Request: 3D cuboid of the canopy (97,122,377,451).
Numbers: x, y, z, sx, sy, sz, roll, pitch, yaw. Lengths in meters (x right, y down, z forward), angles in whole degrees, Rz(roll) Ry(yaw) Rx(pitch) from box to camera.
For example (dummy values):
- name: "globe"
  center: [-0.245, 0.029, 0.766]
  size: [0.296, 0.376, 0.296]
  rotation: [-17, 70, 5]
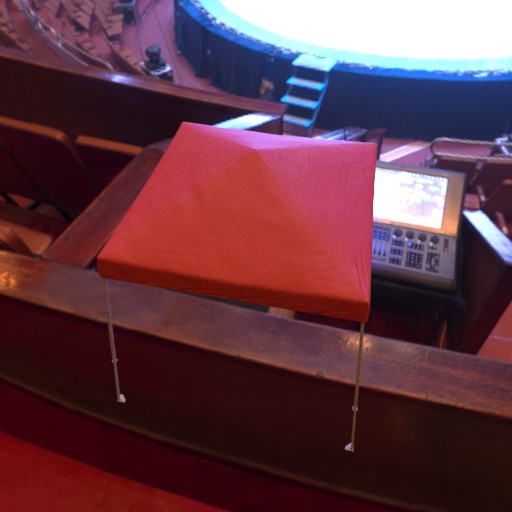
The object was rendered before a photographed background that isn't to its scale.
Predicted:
- name: "canopy"
  center: [0.000, 0.000, 6.486]
  size: [3.599, 3.600, 3.600]
  rotation: [9, 47, 8]
